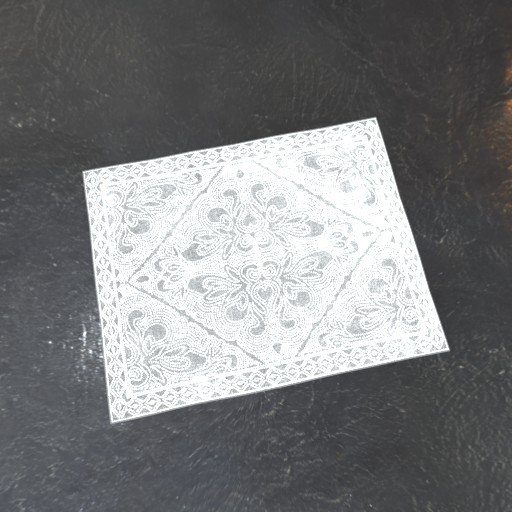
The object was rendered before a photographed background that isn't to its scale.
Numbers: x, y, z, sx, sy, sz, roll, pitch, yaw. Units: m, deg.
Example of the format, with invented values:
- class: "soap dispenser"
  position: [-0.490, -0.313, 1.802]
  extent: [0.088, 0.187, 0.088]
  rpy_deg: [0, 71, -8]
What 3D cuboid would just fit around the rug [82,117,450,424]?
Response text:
- class: "rug"
  position: [0.000, 0.000, 4.174]
  extent: [3.048, 0.012, 2.438]
  rpy_deg: [-11, 75, -3]
